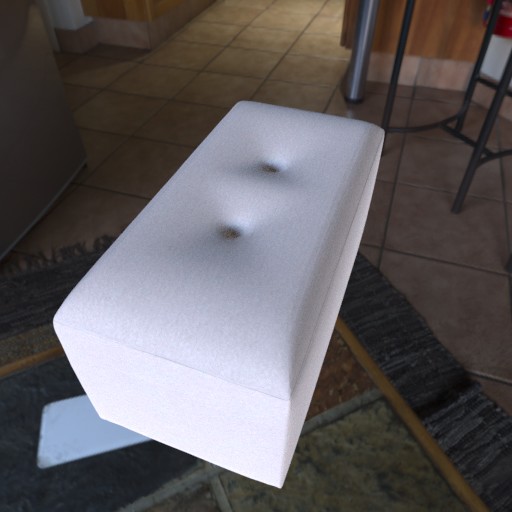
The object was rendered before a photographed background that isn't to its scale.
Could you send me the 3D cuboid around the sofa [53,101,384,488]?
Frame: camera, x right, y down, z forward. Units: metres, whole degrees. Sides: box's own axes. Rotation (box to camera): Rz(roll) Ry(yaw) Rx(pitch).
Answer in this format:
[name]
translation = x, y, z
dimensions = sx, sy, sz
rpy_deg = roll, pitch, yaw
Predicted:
[sofa]
translation = 0.000, 0.000, 1.170
dimensions = 0.480, 0.470, 0.930
rpy_deg = 15, 47, 14
